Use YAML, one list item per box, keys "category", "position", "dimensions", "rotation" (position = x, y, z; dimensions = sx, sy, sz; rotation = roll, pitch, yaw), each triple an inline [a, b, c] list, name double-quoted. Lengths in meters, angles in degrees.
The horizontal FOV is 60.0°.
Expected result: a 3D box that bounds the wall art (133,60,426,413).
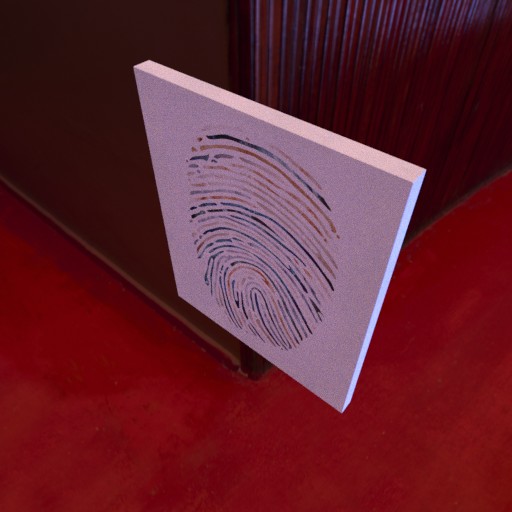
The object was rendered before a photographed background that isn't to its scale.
- category: "wall art"
  position: [0.000, 0.000, 0.857]
  dimensions: [0.508, 0.606, 0.037]
  rotation: [31, 53, 26]
